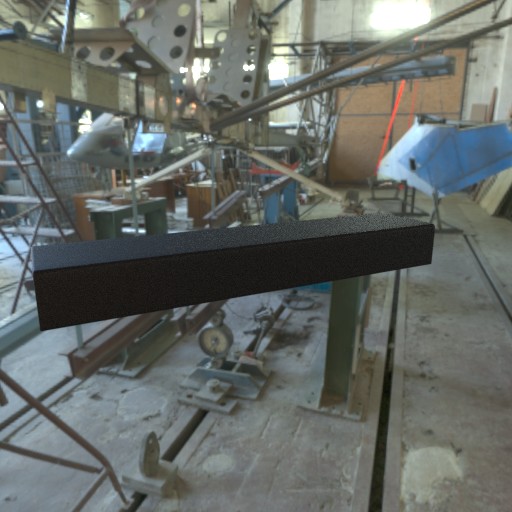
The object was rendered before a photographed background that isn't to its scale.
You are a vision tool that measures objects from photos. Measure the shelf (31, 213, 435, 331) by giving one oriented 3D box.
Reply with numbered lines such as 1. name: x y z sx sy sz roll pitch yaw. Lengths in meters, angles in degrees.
1. shelf: 0.000 0.000 0.507 0.456 0.053 0.102 -7 17 -26
